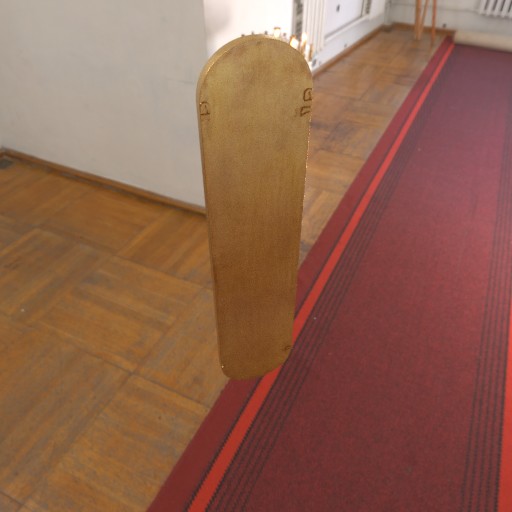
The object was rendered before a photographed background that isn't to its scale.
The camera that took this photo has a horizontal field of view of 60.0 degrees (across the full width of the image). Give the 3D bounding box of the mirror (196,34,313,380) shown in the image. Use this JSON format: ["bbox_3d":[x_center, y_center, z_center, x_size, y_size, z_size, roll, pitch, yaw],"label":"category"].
[{"bbox_3d":[0.000,0.000,1.082,0.222,0.991,0.032,-13,42,-14],"label":"mirror"}]
